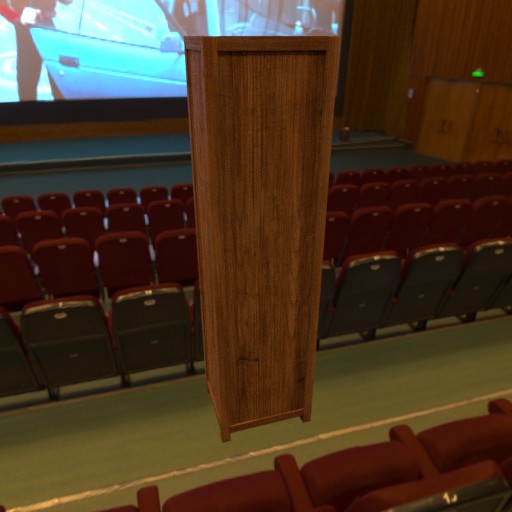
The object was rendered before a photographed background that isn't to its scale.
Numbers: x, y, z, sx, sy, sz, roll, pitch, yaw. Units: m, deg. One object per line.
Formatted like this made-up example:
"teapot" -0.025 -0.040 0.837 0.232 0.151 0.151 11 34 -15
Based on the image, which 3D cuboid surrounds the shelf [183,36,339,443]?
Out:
"shelf" 0.000 0.000 2.137 0.500 1.900 0.428 -8 27 -15
